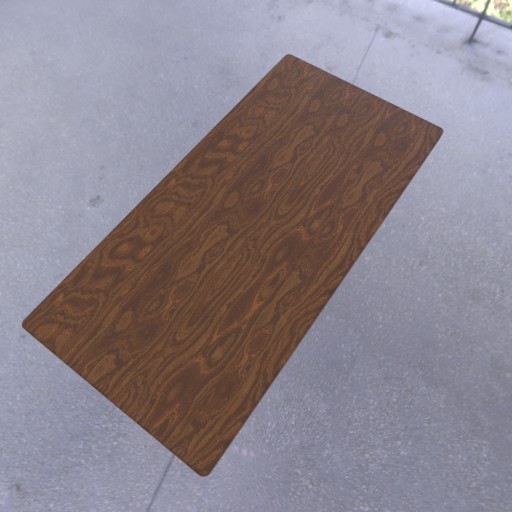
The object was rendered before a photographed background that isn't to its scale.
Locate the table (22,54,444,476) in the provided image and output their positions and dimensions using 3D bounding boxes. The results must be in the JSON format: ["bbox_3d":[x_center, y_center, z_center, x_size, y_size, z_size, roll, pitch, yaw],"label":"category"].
[{"bbox_3d":[0.000,0.000,2.190,0.883,0.753,1.791,33,68,15],"label":"table"}]
